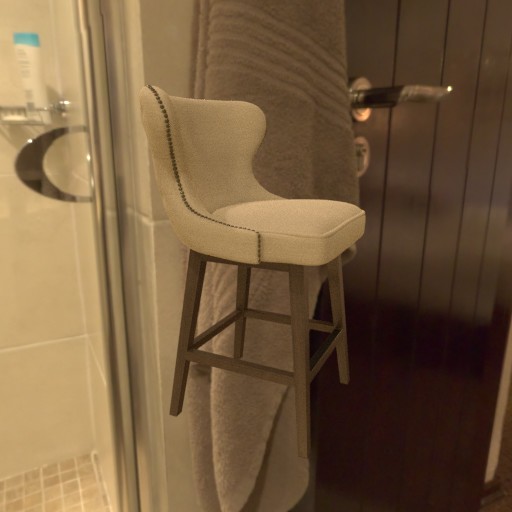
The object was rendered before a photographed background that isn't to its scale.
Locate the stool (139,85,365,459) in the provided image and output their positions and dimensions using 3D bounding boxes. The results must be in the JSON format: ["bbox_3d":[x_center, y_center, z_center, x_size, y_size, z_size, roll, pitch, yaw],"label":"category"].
[{"bbox_3d":[0.000,0.000,1.384,0.597,0.972,0.615,7,16,25],"label":"stool"}]
